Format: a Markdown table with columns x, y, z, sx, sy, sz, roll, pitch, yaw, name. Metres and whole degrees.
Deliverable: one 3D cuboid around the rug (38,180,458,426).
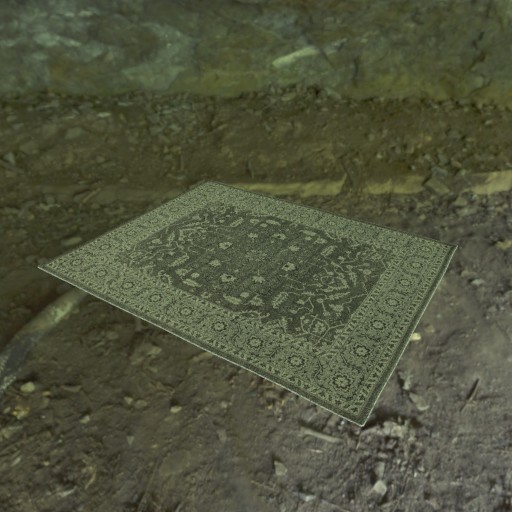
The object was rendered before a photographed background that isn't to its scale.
| x | y | z | sx | sy | sz | roll | pitch | yaw | name |
| --- | --- | --- | --- | --- | --- | --- | --- | --- | --- |
| 0.000 | 0.000 | 4.111 | 3.069 | 0.026 | 2.451 | 19 | 36 | 28 | rug |
